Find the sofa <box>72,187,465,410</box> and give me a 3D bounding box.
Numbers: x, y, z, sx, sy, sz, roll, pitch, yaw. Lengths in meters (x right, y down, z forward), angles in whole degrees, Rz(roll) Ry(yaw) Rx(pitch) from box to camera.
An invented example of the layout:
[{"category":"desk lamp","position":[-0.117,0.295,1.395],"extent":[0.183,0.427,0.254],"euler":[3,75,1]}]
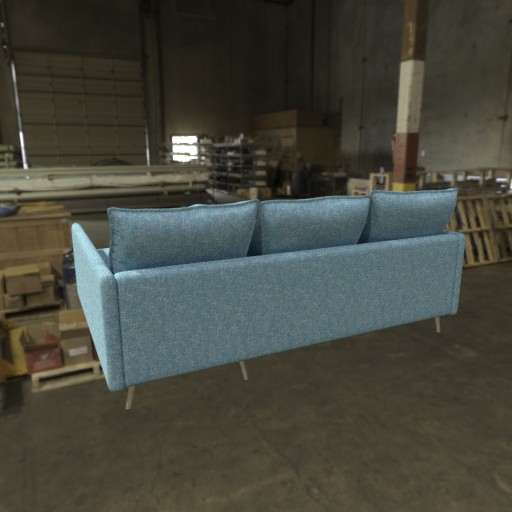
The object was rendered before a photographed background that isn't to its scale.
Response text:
[{"category":"sofa","position":[0.000,0.000,2.791],"extent":[2.034,0.899,1.420],"euler":[-7,15,-26]}]
